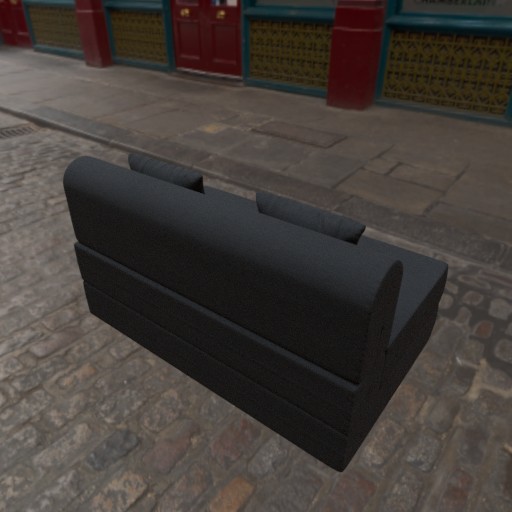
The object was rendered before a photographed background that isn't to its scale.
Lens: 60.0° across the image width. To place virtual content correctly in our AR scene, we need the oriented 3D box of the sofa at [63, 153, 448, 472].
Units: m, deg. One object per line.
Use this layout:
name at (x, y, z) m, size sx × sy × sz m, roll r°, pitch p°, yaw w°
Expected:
sofa at (0.000, 0.000, 1.674) m, size 1.225 × 0.670 × 0.762 m, roll 22°, pitch 37°, yaw 32°
